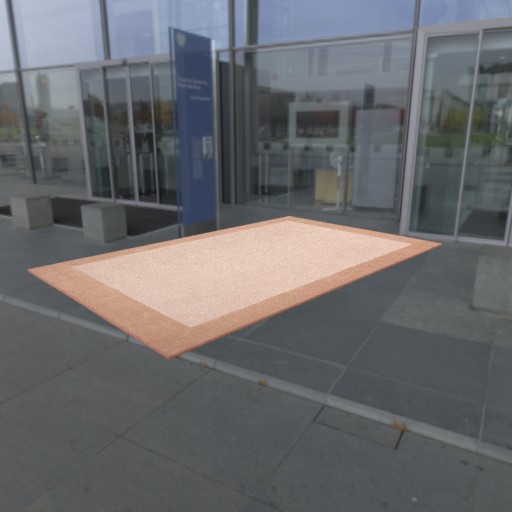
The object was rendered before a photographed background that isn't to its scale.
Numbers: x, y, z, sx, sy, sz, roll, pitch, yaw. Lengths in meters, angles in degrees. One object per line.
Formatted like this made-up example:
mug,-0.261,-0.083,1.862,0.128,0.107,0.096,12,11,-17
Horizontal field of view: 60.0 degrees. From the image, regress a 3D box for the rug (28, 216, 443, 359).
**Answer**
rug,0.000,0.000,3.017,2.438,0.014,1.524,-15,22,-43
